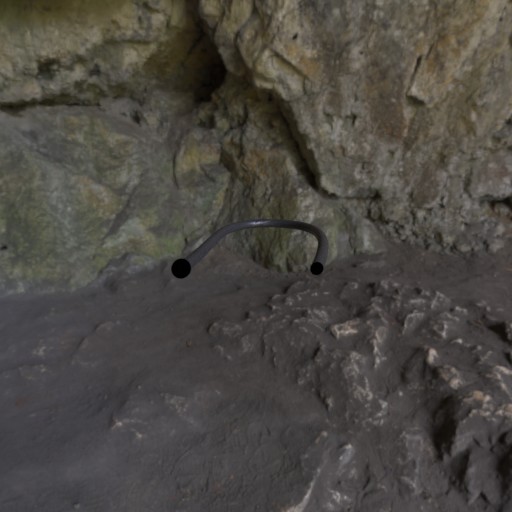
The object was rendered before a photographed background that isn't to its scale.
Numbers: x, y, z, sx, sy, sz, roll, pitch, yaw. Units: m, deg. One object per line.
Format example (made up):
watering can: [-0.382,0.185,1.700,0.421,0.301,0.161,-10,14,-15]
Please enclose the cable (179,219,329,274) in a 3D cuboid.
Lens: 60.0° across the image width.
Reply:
cable: [0.000,0.000,0.111,0.041,0.005,0.098,2,14,9]
